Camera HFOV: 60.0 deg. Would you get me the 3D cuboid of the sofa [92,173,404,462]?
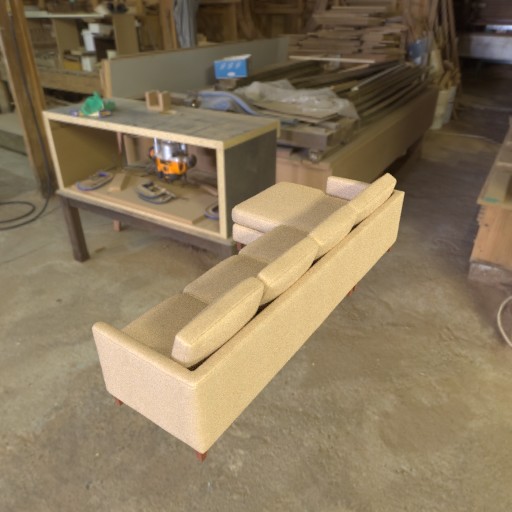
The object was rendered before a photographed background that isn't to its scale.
[{"bbox_3d":[0.000,0.000,3.859,1.502,0.876,3.201,20,36,30],"label":"sofa"}]
